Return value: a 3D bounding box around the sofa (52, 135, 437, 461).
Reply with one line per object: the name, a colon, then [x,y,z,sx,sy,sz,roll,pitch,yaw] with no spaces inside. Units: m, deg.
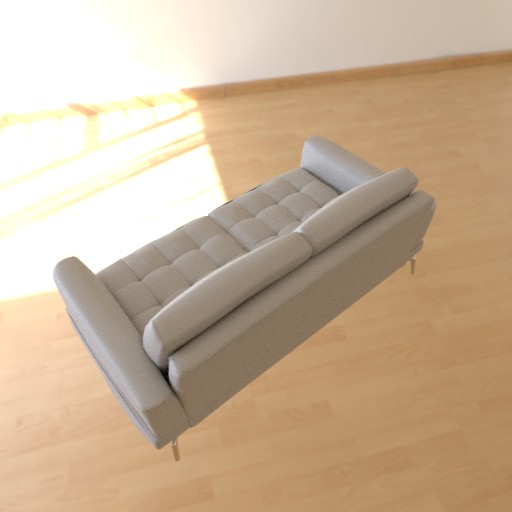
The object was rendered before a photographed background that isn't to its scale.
sofa: [0.000,0.000,2.724,2.177,0.930,1.121,-31,55,-26]
